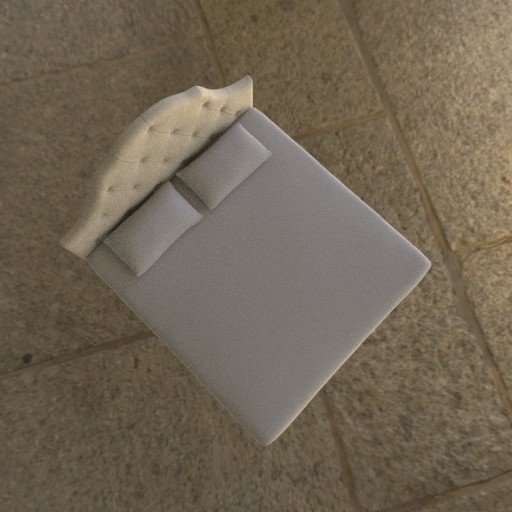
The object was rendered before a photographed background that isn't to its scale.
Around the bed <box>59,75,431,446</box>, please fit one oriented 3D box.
[{"bbox_3d":[0.000,0.000,3.396,2.086,1.555,2.012,44,80,10],"label":"bed"}]
